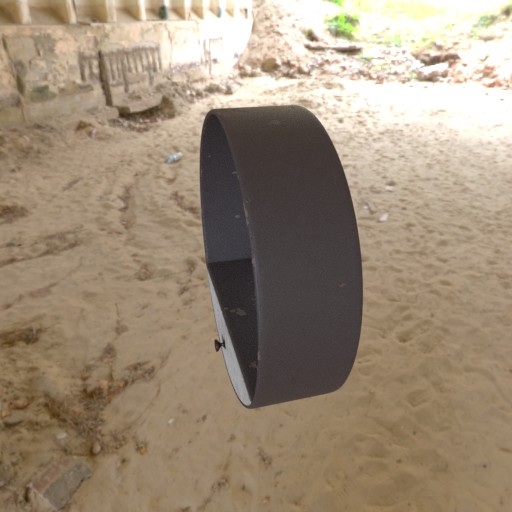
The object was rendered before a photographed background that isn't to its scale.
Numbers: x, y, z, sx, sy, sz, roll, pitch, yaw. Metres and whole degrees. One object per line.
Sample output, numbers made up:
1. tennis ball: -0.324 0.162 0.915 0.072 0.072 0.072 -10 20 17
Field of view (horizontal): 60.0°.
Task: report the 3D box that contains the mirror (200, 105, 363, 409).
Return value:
1. mirror: 0.000 0.000 0.605 0.126 0.386 0.386 -7 29 -13
